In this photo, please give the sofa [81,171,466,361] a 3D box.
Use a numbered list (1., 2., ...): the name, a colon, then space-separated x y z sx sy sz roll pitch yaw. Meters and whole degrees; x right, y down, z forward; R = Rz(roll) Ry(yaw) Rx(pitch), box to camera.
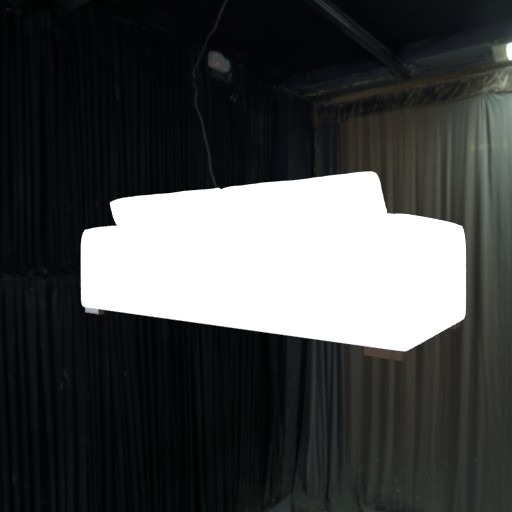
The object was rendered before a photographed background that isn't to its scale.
1. sofa: 0.000 0.000 2.796 2.262 0.801 1.070 1 1 37
